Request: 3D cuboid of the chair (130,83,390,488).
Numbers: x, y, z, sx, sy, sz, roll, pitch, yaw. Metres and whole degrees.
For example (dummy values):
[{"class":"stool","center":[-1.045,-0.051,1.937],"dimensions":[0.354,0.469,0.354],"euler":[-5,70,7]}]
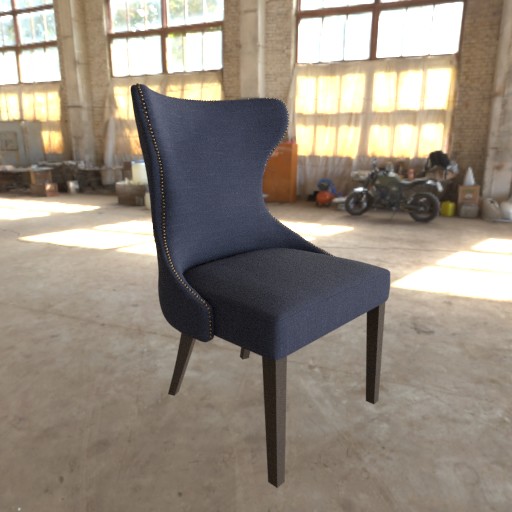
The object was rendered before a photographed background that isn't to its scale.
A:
[{"class":"chair","center":[0.000,0.000,1.342],"dimensions":[0.635,0.967,0.628],"euler":[13,20,41]}]
